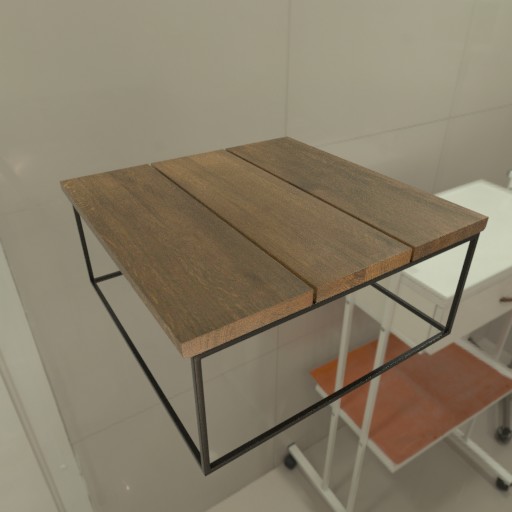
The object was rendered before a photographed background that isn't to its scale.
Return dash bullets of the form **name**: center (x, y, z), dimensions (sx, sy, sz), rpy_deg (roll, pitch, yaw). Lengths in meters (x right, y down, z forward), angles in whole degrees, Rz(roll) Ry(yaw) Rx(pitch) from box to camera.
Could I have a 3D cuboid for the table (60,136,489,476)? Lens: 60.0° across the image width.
- **table**: center (0.000, 0.000, 1.399), dimensions (0.900, 0.400, 0.900), rpy_deg (-19, 36, -28)
